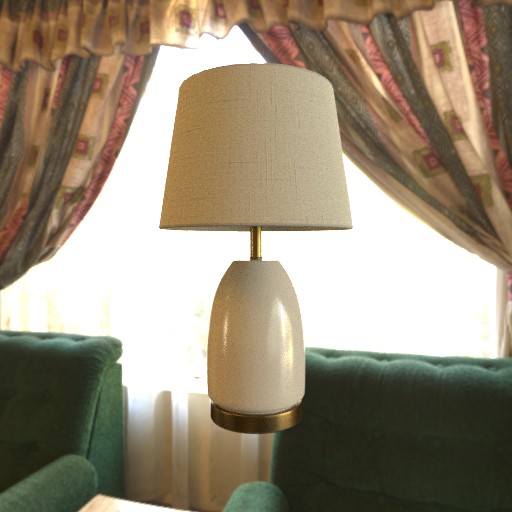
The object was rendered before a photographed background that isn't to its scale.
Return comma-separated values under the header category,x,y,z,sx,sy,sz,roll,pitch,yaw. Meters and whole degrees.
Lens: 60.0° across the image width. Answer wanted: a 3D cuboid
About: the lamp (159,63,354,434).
category,x,y,z,sx,sy,sz,roll,pitch,yaw
lamp,0.000,0.000,0.665,0.285,0.483,0.285,0,2,0
